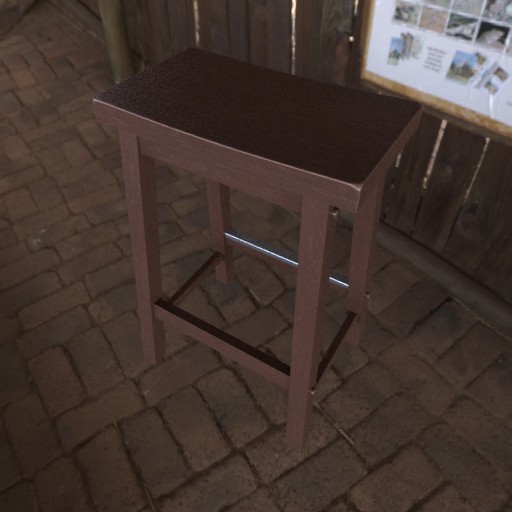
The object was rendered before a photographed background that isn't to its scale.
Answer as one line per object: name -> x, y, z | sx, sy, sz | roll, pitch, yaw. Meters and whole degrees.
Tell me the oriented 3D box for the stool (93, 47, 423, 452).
stool -> 0.000, 0.000, 0.830 | 0.406, 0.610, 0.322 | 23, 49, 22
